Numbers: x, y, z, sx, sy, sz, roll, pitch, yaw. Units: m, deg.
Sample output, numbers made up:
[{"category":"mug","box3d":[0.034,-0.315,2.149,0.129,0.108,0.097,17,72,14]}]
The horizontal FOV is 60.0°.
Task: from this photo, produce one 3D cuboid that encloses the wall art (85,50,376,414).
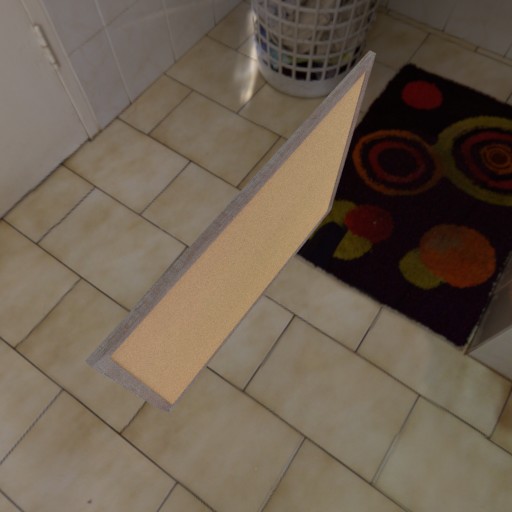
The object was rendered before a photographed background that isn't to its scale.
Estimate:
[{"category":"wall art","box3d":[0.000,0.000,1.329,0.019,0.774,1.012,34,69,15]}]
